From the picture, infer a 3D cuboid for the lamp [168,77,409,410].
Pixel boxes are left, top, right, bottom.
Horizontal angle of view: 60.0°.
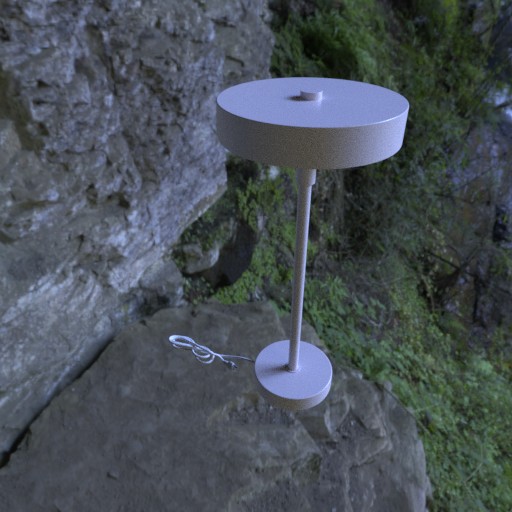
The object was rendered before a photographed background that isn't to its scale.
[{"bbox_3d":[0.000,0.000,0.691,0.369,0.508,0.229,11,35,16],"label":"lamp"}]
